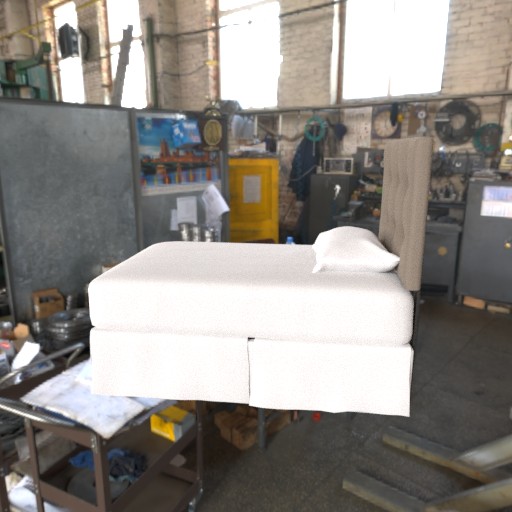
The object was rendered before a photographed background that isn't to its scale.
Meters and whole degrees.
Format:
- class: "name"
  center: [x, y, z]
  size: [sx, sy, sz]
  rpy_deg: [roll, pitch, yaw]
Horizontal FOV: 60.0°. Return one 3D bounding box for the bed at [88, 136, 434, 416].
- class: "bed"
  center: [0.000, 0.000, 3.078]
  size: [1.997, 1.571, 1.261]
  rpy_deg: [2, 14, 8]
